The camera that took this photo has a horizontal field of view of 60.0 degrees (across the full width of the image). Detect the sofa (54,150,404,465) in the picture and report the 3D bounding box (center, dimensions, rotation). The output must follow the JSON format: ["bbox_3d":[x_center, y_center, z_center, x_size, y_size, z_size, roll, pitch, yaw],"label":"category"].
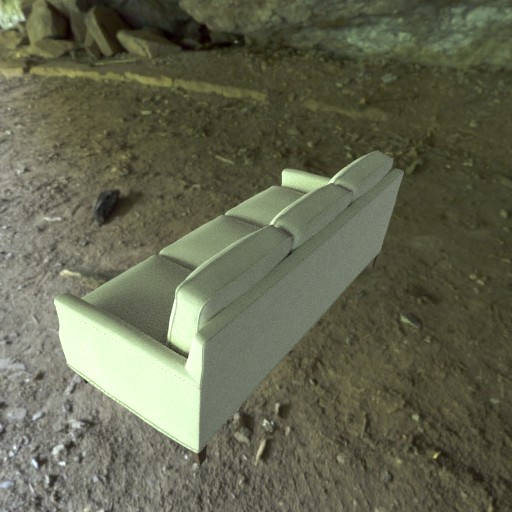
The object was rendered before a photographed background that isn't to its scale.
[{"bbox_3d":[0.000,0.000,2.840,1.084,1.003,2.246,21,38,29],"label":"sofa"}]
